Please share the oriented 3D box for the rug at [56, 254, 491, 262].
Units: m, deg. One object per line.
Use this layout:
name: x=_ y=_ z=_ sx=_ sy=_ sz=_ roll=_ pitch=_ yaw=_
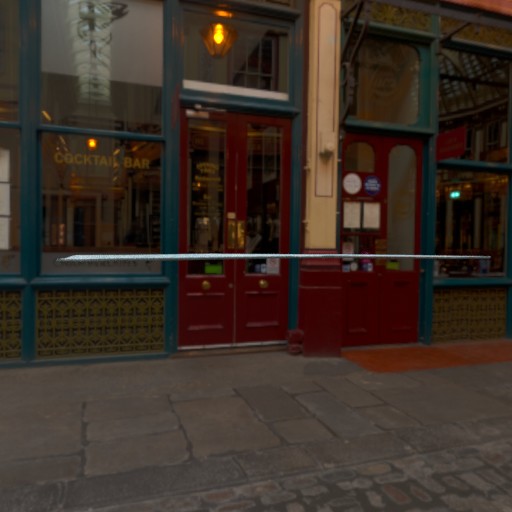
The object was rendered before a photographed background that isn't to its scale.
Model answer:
rug: x=0.000 y=0.000 z=2.884 sx=2.260 sy=0.026 sz=1.611 roll=0 pitch=1 yaw=-19
